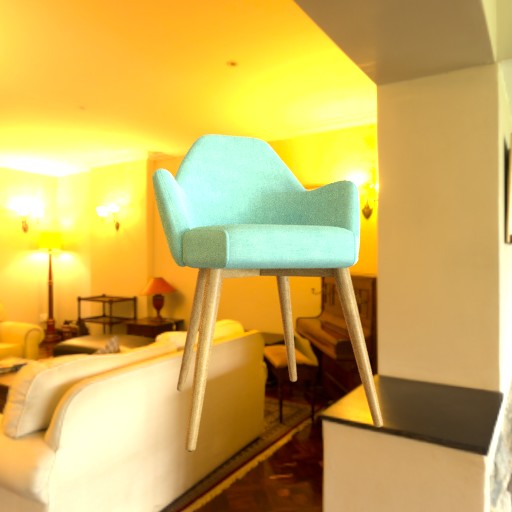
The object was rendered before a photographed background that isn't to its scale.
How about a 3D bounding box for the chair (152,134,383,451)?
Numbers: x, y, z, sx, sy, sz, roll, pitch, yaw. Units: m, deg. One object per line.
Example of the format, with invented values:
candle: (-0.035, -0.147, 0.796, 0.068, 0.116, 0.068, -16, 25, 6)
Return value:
chair: (0.000, 0.000, 1.277, 0.590, 0.840, 0.610, 0, 0, -17)
